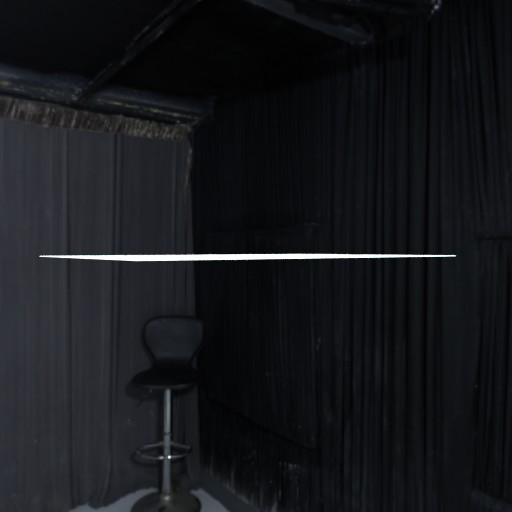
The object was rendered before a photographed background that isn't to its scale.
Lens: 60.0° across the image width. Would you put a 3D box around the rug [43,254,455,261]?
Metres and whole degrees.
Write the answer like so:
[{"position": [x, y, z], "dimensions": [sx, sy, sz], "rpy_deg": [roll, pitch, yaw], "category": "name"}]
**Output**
[{"position": [0.000, 0.000, 2.964], "dimensions": [2.363, 0.004, 1.566], "rpy_deg": [-1, 1, -37], "category": "rug"}]
